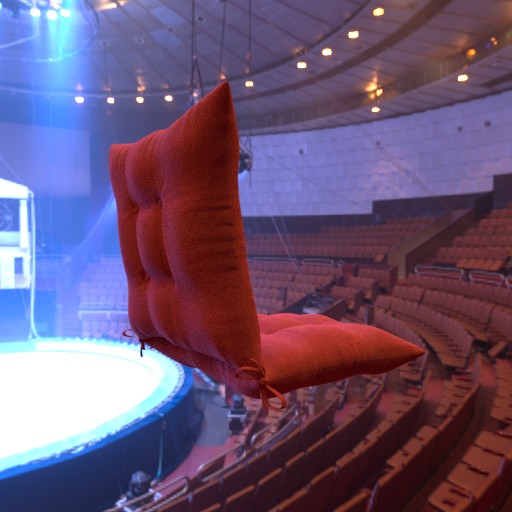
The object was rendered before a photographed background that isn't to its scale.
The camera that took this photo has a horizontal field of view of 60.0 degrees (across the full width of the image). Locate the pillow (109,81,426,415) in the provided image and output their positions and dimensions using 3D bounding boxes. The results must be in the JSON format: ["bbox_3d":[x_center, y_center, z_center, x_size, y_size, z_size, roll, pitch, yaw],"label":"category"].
[{"bbox_3d":[0.000,0.000,1.016,0.585,0.536,0.541,0,0,-37],"label":"pillow"}]
